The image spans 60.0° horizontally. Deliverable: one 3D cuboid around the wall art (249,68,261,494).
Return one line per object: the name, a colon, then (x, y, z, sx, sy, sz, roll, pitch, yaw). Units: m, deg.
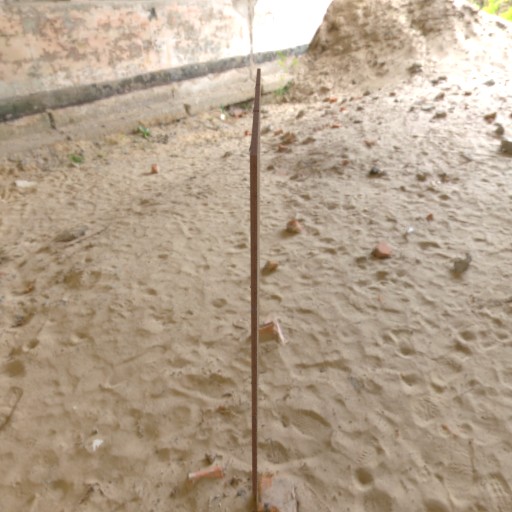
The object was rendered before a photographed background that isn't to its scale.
wall art: (0.000, 0.000, 1.765, 0.024, 1.218, 1.221, 0, 31, 1)
